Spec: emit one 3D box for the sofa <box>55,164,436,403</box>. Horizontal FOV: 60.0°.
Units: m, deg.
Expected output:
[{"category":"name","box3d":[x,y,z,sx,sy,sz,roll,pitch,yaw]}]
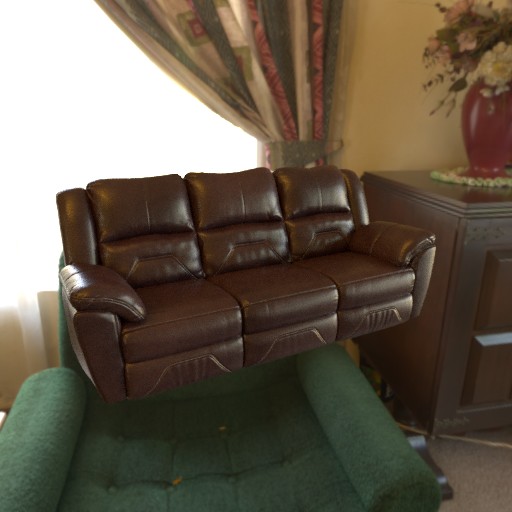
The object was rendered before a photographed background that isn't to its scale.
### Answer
[{"category":"sofa","box3d":[0.000,0.000,2.877,2.337,1.043,0.991,-9,20,-27]}]
